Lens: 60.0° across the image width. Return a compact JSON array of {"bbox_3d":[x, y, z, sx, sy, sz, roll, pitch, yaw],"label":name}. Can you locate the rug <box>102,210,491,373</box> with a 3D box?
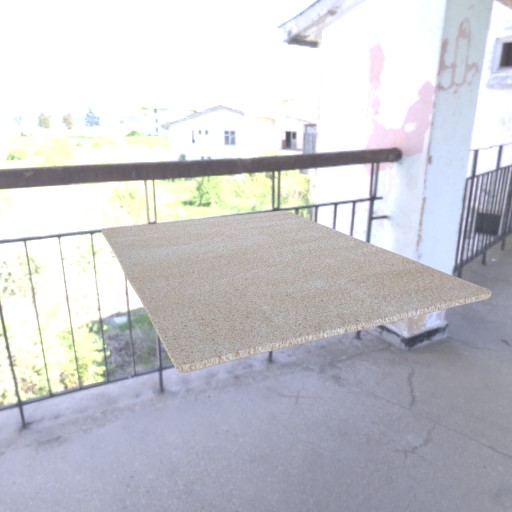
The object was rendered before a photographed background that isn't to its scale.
[{"bbox_3d":[0.000,0.000,2.082,1.199,0.025,1.600,-8,20,-24],"label":"rug"}]
